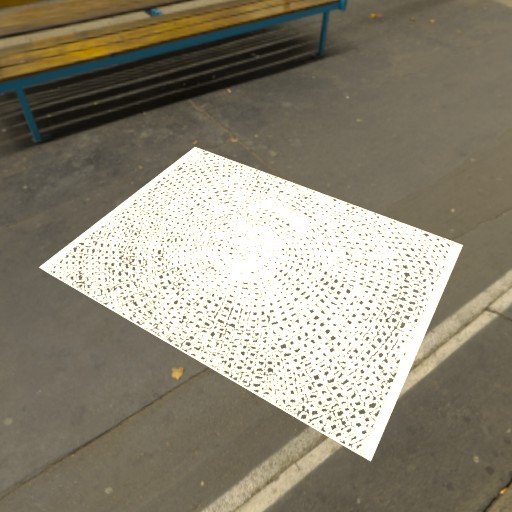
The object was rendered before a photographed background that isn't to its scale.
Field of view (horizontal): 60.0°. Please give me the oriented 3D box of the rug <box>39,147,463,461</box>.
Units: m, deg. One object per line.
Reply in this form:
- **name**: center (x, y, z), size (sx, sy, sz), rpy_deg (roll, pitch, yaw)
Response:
- **rug**: center (0.000, 0.000, 2.110), size (1.634, 0.003, 1.190), rpy_deg (24, 51, 21)
